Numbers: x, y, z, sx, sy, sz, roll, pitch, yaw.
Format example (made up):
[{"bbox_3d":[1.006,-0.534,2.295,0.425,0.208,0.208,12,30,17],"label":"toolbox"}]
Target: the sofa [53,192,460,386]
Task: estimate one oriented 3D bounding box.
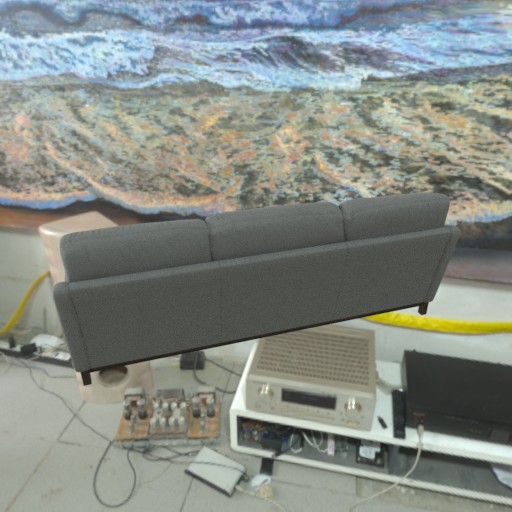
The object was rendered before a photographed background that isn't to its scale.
[{"bbox_3d":[0.000,0.000,2.907,2.344,0.926,0.987,-8,29,-16],"label":"sofa"}]
